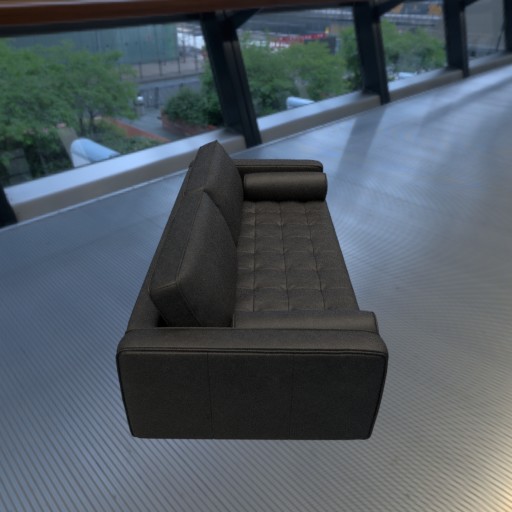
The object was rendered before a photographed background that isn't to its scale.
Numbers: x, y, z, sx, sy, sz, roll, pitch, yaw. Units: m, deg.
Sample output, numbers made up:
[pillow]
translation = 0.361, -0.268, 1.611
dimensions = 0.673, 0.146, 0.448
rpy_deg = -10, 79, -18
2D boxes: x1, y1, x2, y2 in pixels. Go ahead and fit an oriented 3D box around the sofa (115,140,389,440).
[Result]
[sofa]
translation = 0.000, 0.000, 2.304
dimensions = 0.921, 0.770, 1.879
rpy_deg = 0, 31, 0
